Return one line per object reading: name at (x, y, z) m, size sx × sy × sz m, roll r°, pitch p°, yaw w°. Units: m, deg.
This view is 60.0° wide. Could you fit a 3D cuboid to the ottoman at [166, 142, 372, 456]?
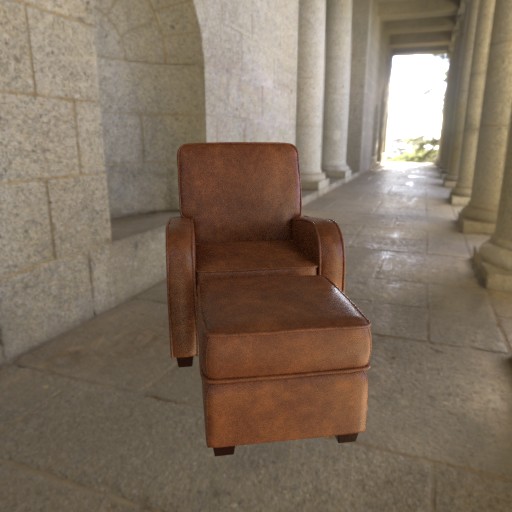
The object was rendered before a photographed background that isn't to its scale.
ottoman at (0.000, 0.000, 1.841) m, size 0.732 × 0.904 × 1.314 m, roll -2°, pitch 15°, yaw -8°
